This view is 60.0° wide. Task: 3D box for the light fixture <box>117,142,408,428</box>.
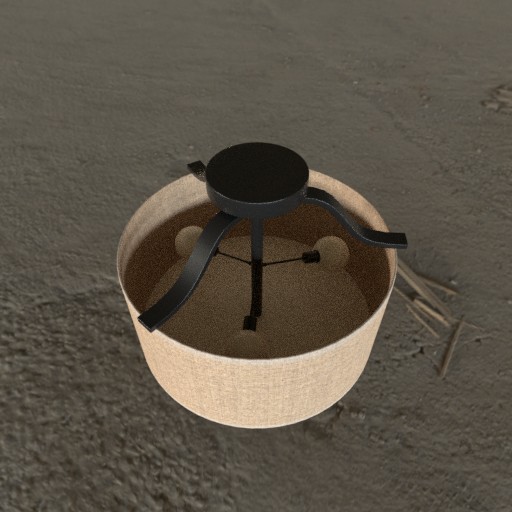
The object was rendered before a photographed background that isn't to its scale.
[{"bbox_3d":[0.000,0.000,0.646,0.390,0.306,0.390,0,46,0],"label":"light fixture"}]
